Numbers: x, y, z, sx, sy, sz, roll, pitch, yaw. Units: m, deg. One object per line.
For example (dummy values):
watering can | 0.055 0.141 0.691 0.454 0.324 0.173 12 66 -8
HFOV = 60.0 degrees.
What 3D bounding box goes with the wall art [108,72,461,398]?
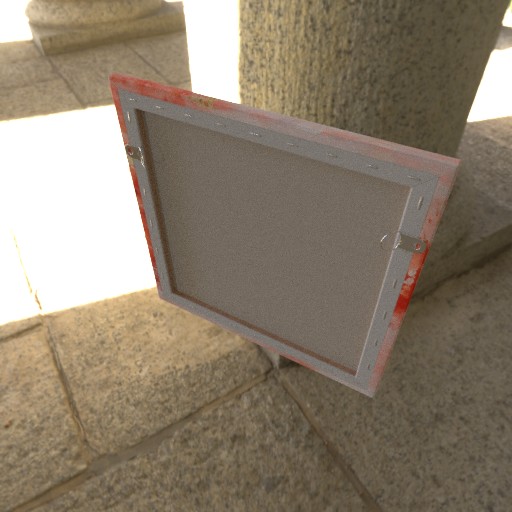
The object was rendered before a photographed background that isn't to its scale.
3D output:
wall art | 0.000 0.000 1.294 0.878 0.878 0.066 21 48 21
